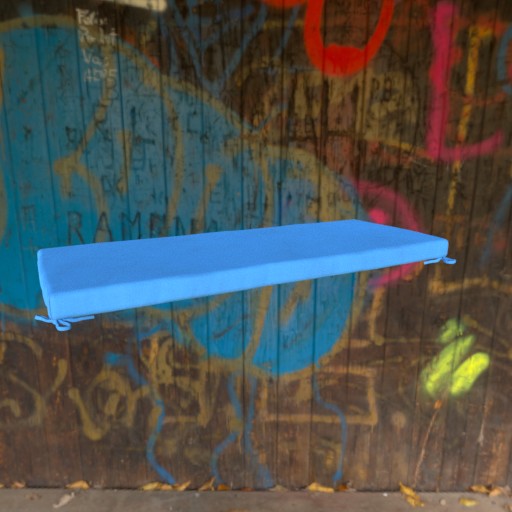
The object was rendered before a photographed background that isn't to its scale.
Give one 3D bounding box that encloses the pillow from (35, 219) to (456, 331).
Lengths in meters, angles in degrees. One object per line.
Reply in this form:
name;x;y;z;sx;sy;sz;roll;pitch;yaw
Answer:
pillow;0.000;0.000;1.304;1.187;0.081;0.492;-7;16;-27
